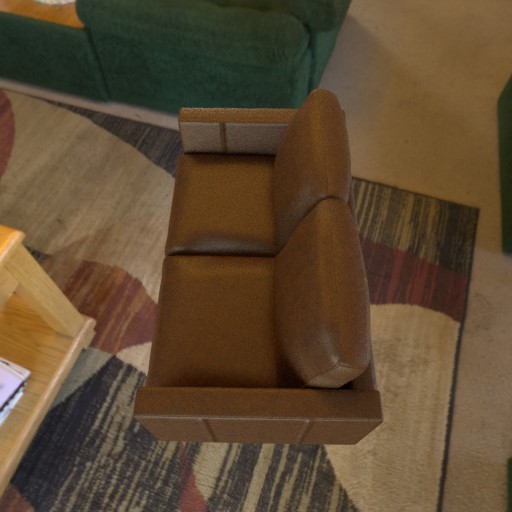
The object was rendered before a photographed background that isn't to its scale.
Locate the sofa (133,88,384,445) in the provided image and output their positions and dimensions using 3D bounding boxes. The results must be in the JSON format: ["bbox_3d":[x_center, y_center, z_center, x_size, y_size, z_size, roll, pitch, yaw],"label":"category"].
[{"bbox_3d":[0.000,0.000,2.114,0.909,0.951,1.578,1,59,0],"label":"sofa"}]
